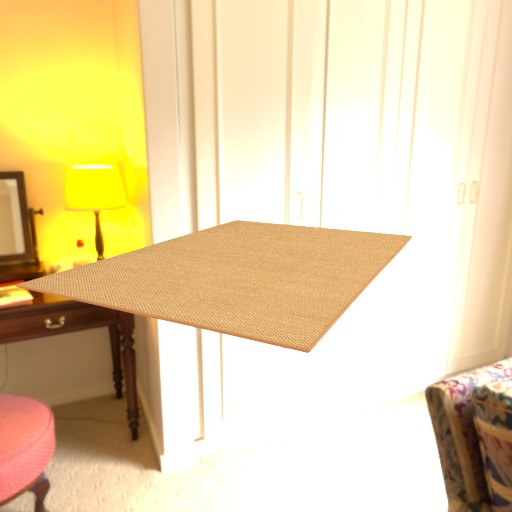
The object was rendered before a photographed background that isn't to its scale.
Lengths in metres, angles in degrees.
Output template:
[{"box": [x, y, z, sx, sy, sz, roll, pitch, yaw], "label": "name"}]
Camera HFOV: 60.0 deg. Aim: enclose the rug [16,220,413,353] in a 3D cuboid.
[{"box": [0.000, 0.000, 2.719, 1.524, 0.013, 2.134, 7, 16, 27], "label": "rug"}]
